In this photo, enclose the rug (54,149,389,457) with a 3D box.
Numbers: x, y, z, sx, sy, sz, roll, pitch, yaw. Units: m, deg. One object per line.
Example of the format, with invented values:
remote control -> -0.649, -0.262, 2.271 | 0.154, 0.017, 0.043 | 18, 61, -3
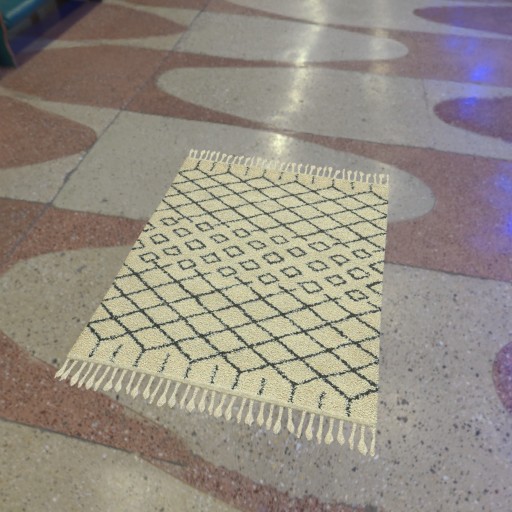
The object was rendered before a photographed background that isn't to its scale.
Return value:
rug -> 0.000, 0.000, 4.197 | 2.388, 0.030, 3.213 | 10, 47, 9
